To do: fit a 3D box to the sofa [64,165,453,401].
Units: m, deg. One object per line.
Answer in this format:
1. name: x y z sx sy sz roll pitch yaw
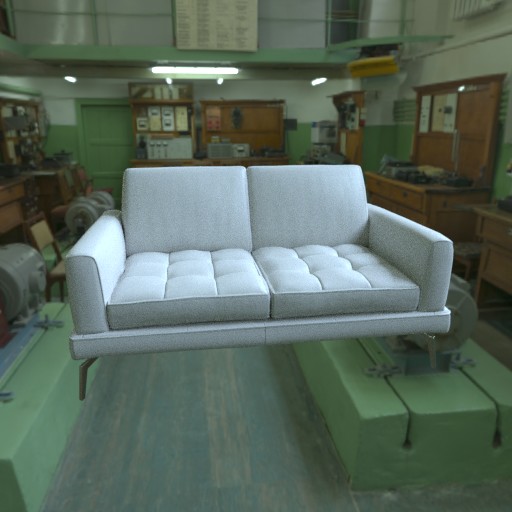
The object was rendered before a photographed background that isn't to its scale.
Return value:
1. sofa: 0.000 0.000 2.481 1.819 0.930 1.121 -3 17 -8
